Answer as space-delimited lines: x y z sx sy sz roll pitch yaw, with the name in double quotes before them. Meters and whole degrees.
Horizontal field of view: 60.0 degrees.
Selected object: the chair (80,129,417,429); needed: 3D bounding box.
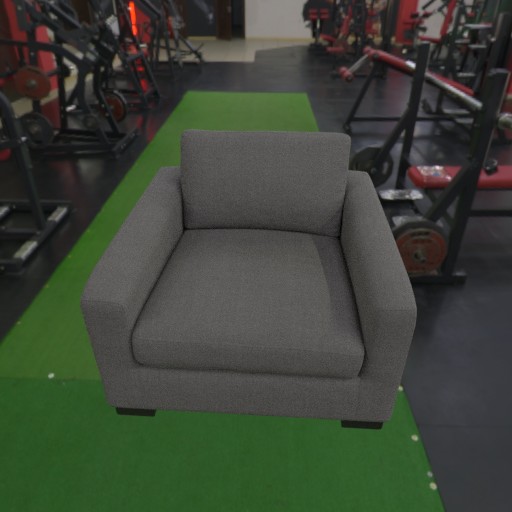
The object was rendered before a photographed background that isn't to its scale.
"chair" 0.000 0.000 1.890 1.070 0.847 1.100 2 32 3
